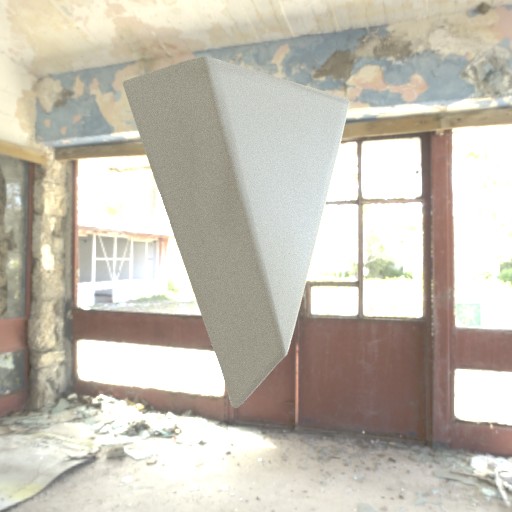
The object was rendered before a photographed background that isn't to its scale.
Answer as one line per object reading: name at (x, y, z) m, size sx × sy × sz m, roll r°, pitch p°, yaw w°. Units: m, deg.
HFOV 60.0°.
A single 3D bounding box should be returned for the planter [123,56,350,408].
planter at (0.000, 0.000, 0.271) m, size 0.150 × 0.197 × 0.060 m, roll 1°, pitch -1°, yaw -35°
